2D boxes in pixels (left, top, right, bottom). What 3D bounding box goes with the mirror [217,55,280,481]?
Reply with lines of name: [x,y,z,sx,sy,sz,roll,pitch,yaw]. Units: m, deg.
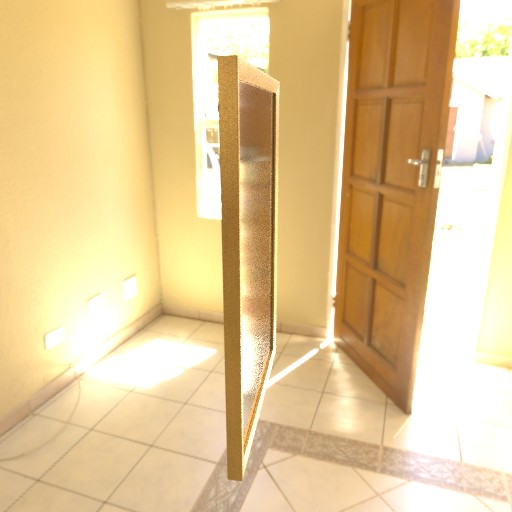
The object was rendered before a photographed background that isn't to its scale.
mirror: [0.000,0.000,1.189,0.040,0.915,0.609,3,18,9]
